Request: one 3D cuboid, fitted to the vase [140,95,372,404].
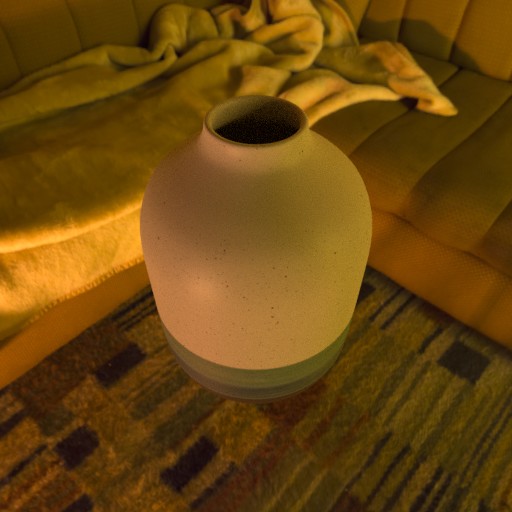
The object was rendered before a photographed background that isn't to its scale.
[{"bbox_3d":[0.000,0.000,0.355,0.169,0.240,0.169,0,46,0],"label":"vase"}]
